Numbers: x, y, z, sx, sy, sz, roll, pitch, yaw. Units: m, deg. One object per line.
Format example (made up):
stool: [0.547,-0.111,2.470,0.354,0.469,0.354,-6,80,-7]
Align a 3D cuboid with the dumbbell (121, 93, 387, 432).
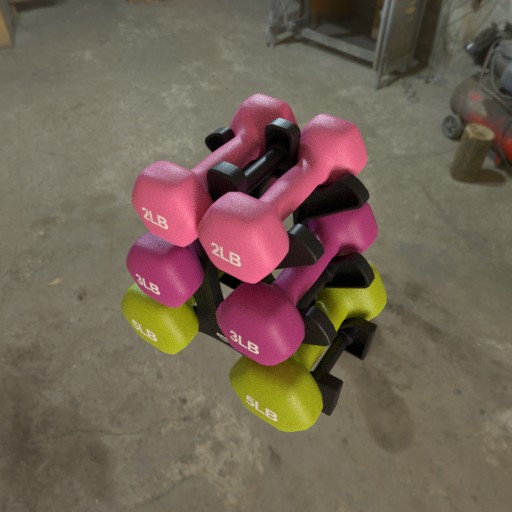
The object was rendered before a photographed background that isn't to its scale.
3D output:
dumbbell: [0.000,0.000,0.453,0.257,0.261,0.203,27,52,23]
